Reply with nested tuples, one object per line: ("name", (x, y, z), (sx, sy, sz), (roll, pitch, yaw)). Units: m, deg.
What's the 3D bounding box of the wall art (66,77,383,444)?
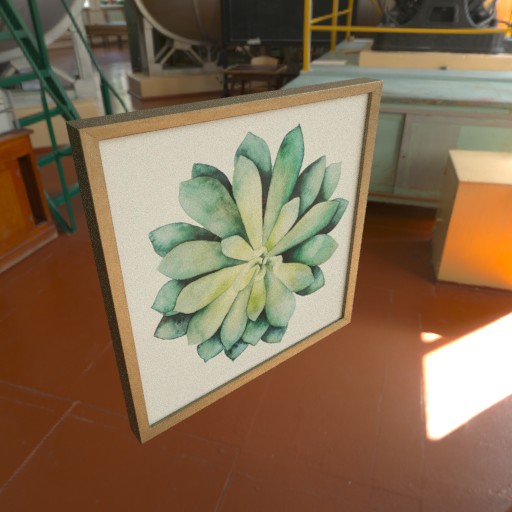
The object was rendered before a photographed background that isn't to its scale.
("wall art", (0.000, 0.000, 0.735), (0.503, 0.506, 0.040), (-22, 37, -32))
